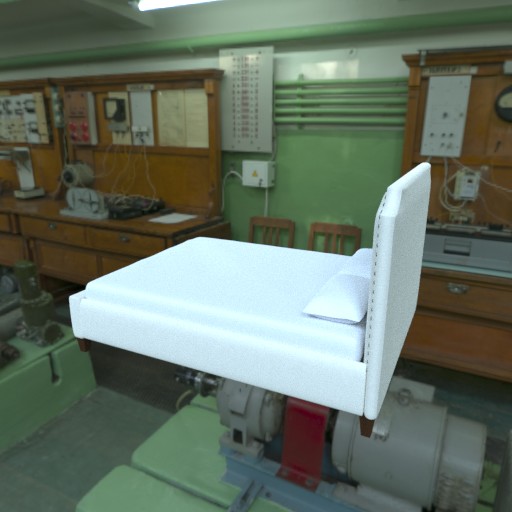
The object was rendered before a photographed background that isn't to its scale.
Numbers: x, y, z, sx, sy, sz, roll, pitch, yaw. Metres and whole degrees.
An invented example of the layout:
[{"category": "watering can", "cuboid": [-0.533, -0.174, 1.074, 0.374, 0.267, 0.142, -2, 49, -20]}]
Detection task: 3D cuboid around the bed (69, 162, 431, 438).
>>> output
[{"category": "bed", "cuboid": [0.000, 0.000, 3.517, 2.372, 1.443, 1.712, 8, 19, 25]}]
